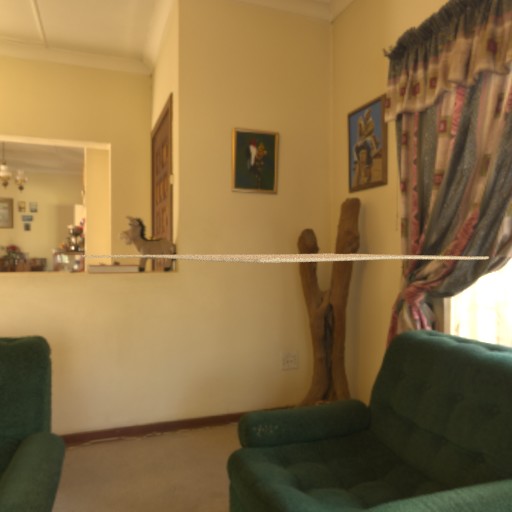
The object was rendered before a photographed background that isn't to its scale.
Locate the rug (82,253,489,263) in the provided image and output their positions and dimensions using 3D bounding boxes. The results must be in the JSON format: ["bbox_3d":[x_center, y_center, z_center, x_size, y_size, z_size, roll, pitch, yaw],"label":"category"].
[{"bbox_3d":[0.000,0.000,2.925,1.624,0.030,2.264,0,1,-36],"label":"rug"}]
